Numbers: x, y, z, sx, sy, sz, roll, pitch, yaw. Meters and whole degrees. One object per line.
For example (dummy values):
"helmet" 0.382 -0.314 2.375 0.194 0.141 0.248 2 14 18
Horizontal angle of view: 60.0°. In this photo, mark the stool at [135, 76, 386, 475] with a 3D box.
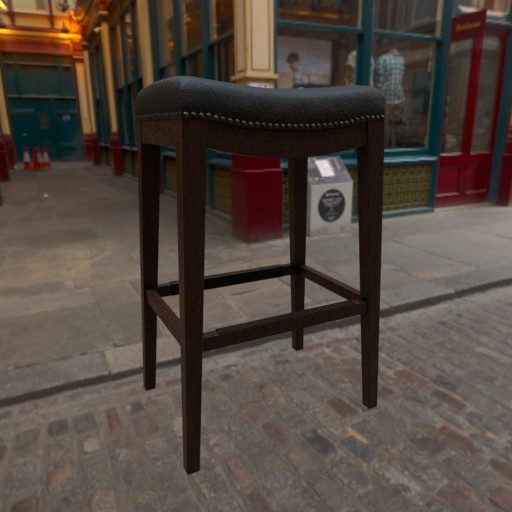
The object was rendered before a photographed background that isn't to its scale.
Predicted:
"stool" 0.000 0.000 1.052 0.500 0.765 0.361 -8 18 -26
